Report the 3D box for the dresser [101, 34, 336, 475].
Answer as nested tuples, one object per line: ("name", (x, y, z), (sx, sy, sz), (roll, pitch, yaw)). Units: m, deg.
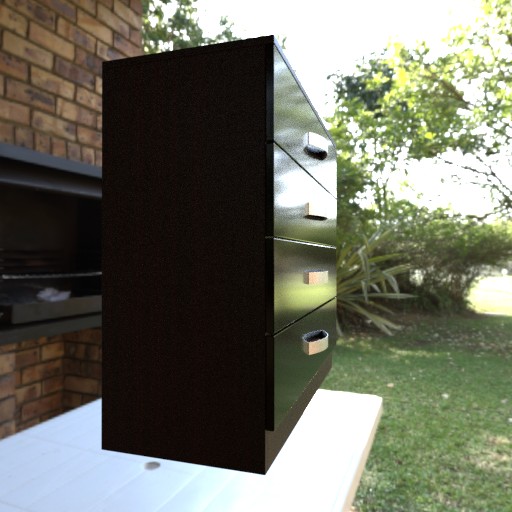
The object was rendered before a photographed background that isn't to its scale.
("dresser", (0.000, 0.000, 1.123), (0.360, 0.720, 0.750), (0, 0, 18))
